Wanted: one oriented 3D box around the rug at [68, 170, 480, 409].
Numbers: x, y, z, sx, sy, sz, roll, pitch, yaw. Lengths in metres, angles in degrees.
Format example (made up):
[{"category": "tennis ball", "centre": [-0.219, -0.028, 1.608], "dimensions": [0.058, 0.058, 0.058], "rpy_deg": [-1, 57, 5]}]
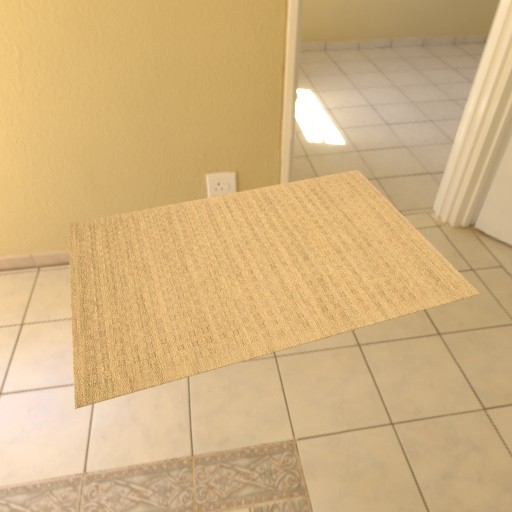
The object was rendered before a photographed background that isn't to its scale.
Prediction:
[{"category": "rug", "centre": [0.000, 0.000, 2.199], "dimensions": [1.752, 0.006, 1.142], "rpy_deg": [-13, 43, -14]}]
